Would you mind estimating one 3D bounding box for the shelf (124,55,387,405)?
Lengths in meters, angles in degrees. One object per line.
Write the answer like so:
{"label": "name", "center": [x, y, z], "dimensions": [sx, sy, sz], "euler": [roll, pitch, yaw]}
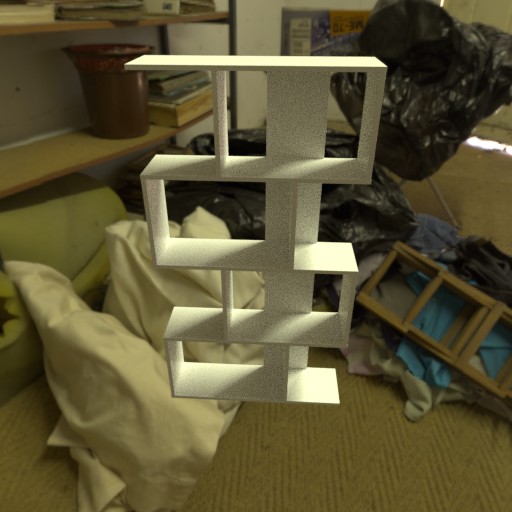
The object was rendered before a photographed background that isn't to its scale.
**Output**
{"label": "shelf", "center": [0.000, 0.000, 2.027], "dimensions": [0.890, 1.650, 0.250], "euler": [2, 31, 3]}
